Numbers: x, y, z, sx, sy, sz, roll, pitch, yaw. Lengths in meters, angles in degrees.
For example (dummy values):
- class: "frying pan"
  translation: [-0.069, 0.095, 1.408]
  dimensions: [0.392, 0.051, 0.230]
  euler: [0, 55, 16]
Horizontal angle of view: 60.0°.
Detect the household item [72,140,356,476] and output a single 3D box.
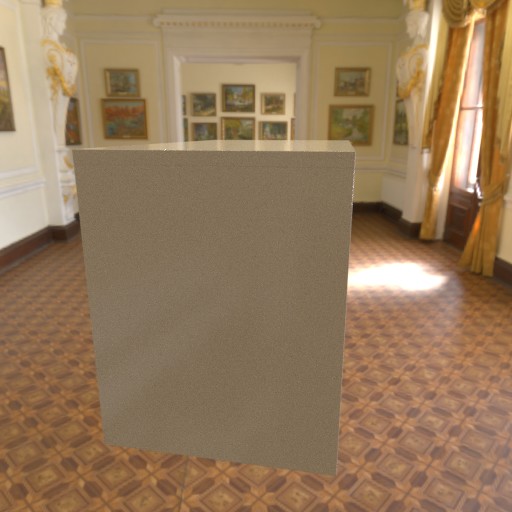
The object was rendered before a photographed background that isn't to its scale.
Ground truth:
- class: "household item"
  translation: [0.000, 0.000, 1.521]
  dimensions: [0.597, 0.749, 1.100]
  euler: [3, 16, 10]
